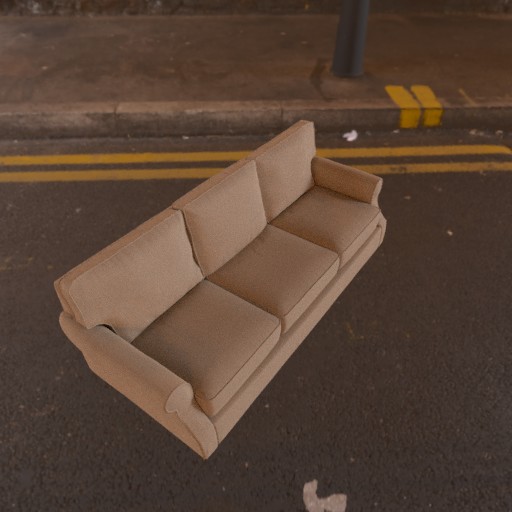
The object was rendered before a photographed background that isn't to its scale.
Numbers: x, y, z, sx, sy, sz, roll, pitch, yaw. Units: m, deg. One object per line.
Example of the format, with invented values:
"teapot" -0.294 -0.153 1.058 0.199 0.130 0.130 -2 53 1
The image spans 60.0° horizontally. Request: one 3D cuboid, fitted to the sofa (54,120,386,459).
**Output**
"sofa" 0.000 0.000 2.874 0.966 0.948 2.354 25 47 26
